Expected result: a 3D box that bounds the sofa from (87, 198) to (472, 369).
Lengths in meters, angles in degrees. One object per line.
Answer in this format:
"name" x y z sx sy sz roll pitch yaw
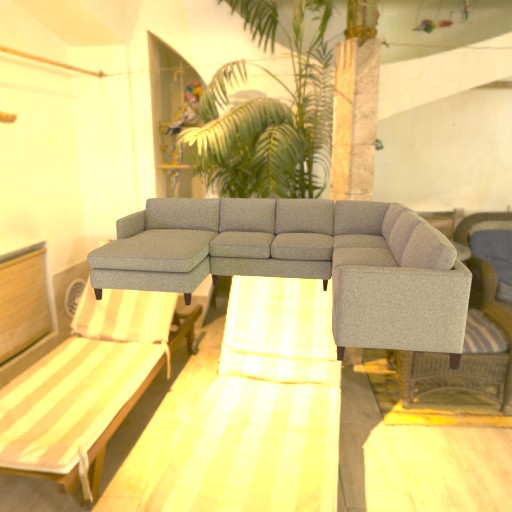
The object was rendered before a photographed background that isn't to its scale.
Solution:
"sofa" 0.000 0.000 4.569 3.460 0.959 2.593 2 15 9
